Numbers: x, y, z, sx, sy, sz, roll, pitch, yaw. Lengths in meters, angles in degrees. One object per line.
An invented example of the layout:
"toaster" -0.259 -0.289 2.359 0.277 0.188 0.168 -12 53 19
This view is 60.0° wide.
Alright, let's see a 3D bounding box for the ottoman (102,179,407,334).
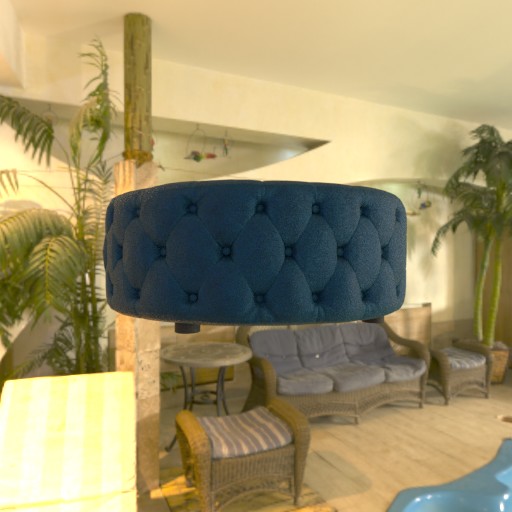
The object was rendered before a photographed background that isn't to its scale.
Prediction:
"ottoman" 0.000 0.000 1.524 0.998 0.398 0.998 0 0 0
